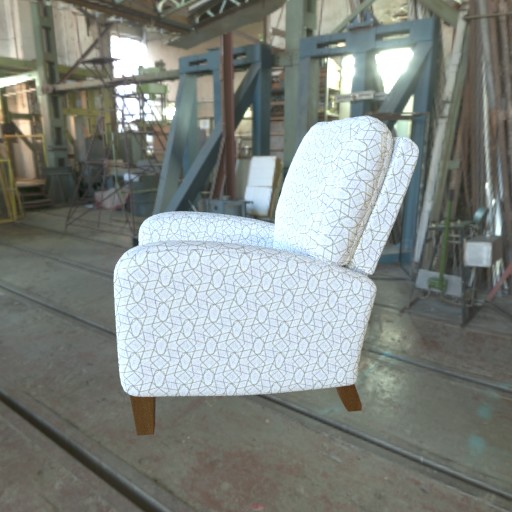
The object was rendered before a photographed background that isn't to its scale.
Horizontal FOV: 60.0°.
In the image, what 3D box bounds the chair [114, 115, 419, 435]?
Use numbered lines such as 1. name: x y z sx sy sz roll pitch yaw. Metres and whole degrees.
1. chair: 0.000 0.000 1.788 0.995 1.064 0.796 -2 14 -8
